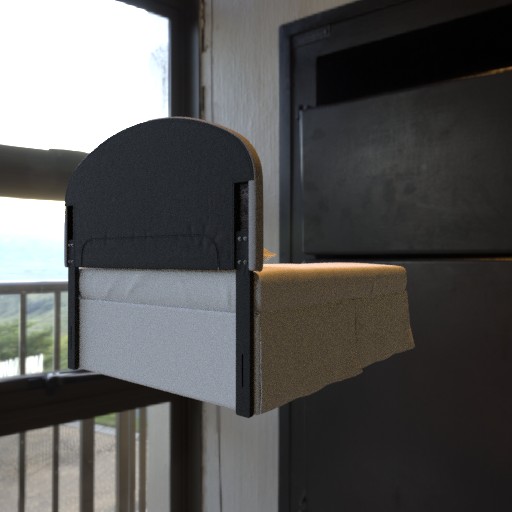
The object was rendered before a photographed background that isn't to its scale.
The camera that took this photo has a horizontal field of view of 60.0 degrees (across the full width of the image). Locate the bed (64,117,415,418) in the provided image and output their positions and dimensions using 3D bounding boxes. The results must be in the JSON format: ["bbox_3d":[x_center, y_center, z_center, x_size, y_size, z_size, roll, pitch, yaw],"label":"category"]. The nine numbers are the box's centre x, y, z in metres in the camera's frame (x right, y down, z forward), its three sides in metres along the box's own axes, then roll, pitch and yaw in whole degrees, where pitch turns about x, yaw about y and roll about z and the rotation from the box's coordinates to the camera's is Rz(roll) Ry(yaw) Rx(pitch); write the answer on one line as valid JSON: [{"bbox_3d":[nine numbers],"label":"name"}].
[{"bbox_3d":[0.000,0.000,3.121,1.607,1.410,2.005,0,-1,37],"label":"bed"}]
